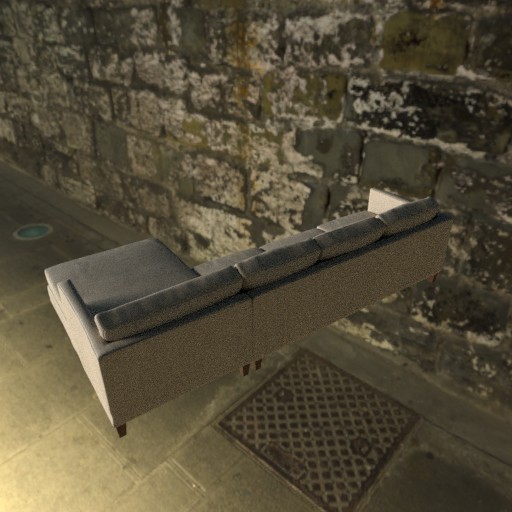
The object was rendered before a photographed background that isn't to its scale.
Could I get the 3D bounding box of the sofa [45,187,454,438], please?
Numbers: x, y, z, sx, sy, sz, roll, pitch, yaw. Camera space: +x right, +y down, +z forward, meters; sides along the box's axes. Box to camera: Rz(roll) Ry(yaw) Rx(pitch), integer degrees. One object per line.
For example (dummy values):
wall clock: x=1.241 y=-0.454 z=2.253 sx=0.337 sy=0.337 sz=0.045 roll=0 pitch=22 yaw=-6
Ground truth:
sofa: x=0.000 y=0.000 z=3.863 sx=3.186 sy=0.846 sz=1.625 roll=-19 pitch=35 yaw=-29
